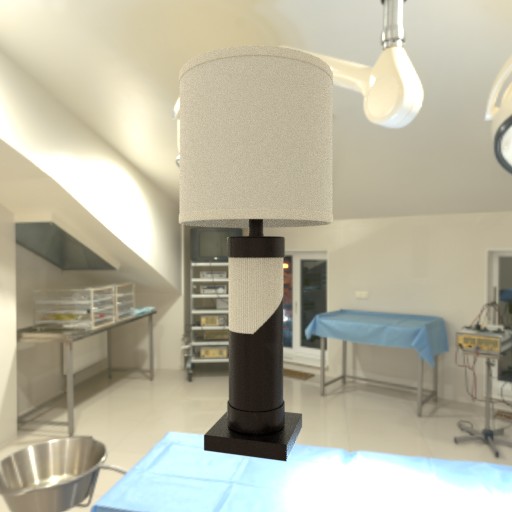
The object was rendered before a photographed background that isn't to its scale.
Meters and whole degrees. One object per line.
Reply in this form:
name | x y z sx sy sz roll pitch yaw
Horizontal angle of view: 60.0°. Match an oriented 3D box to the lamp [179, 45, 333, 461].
lamp | 0.000 0.000 0.615 0.211 0.509 0.211 0 1 16
